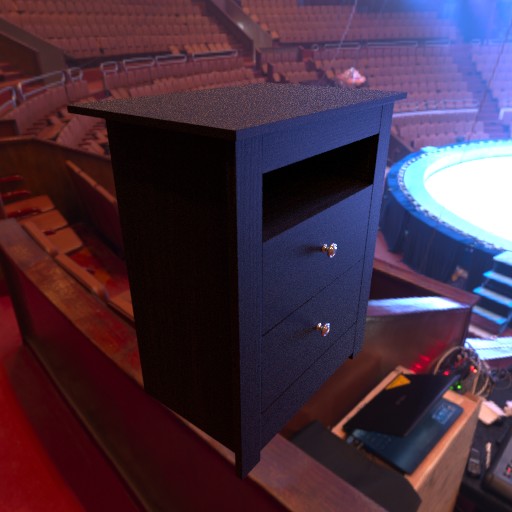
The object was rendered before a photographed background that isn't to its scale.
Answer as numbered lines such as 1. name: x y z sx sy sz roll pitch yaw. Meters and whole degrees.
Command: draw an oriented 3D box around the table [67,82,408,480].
1. table: 0.000 0.000 1.052 0.406 0.711 0.591 19 32 34
